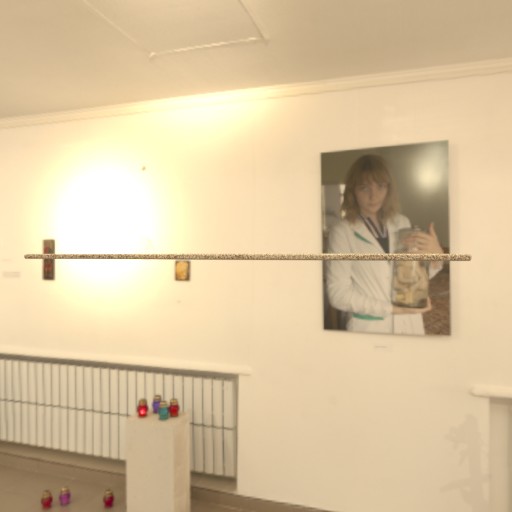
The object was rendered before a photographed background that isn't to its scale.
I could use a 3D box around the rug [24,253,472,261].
[{"bbox_3d":[0.000,0.000,3.002,2.438,0.030,1.524,0,0,17],"label":"rug"}]
